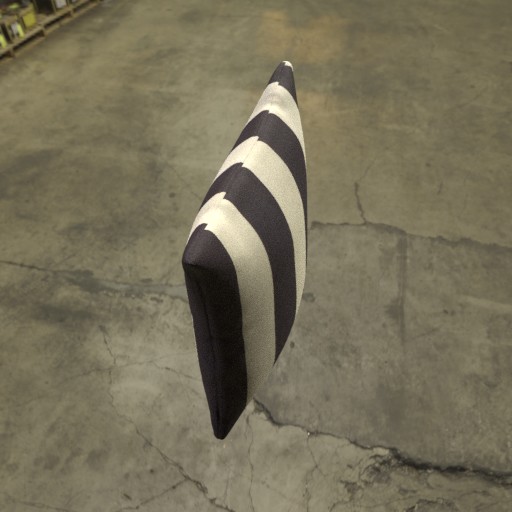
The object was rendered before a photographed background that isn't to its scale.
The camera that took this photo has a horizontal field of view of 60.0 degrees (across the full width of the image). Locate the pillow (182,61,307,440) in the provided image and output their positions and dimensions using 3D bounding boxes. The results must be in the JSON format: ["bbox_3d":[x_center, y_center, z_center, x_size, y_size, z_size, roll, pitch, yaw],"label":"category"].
[{"bbox_3d":[0.000,0.000,0.833,0.189,0.526,0.536,10,47,9],"label":"pillow"}]
